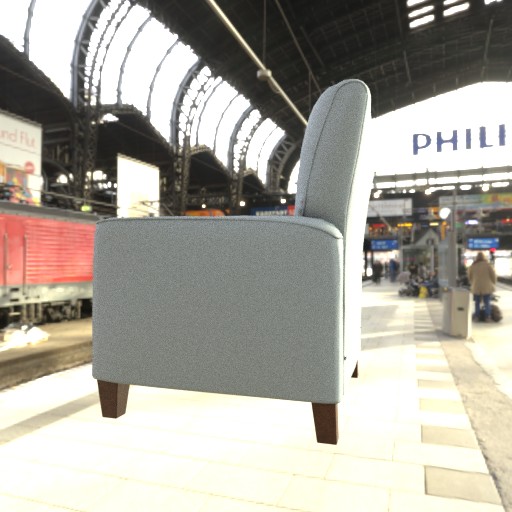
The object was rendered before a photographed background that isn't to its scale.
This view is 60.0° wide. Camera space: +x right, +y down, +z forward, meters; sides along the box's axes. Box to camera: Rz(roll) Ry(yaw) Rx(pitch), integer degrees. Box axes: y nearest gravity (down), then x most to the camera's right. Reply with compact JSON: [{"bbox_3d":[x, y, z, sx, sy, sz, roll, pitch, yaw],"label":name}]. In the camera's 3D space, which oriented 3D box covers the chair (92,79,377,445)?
[{"bbox_3d":[0.000,0.000,1.624,0.846,1.007,0.853,0,-1,17],"label":"chair"}]
